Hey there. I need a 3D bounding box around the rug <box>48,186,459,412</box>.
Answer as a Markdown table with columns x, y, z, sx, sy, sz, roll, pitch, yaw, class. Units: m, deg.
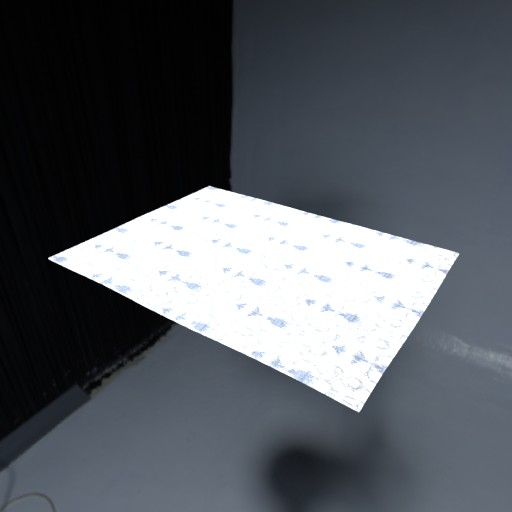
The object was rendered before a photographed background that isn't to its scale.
| x | y | z | sx | sy | sz | roll | pitch | yaw | class |
| --- | --- | --- | --- | --- | --- | --- | --- | --- | --- |
| 0.000 | 0.000 | 3.026 | 2.261 | 0.013 | 1.676 | 19 | 35 | 30 | rug |
